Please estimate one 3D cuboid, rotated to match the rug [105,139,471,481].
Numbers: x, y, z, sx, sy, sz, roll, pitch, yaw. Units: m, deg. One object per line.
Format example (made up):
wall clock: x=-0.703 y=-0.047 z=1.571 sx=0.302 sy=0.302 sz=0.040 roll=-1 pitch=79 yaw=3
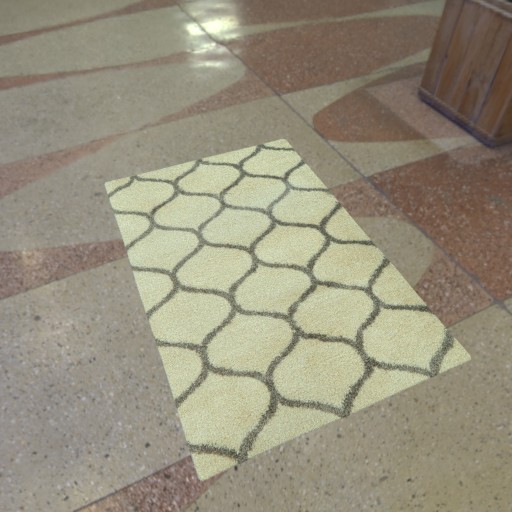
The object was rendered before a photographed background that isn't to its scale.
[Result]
rug: x=0.000 y=0.000 z=3.378 sx=1.801 sy=0.026 sz=2.701 roll=-18 pitch=50 yaw=-16
